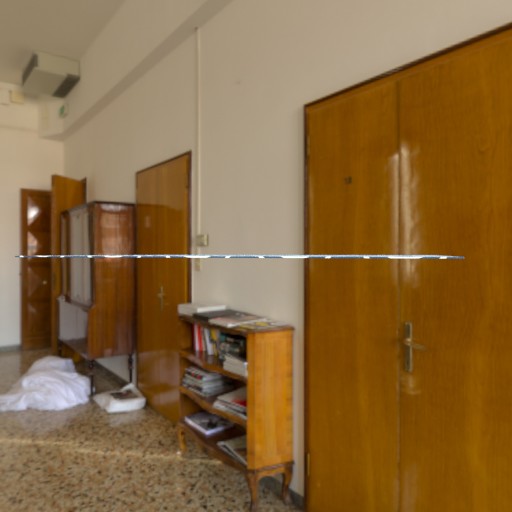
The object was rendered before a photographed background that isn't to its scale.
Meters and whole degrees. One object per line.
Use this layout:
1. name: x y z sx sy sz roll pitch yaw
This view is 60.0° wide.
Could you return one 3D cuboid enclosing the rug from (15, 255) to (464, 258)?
1. rug: 0.000 0.000 4.239 3.353 0.010 2.438 0 0 18
